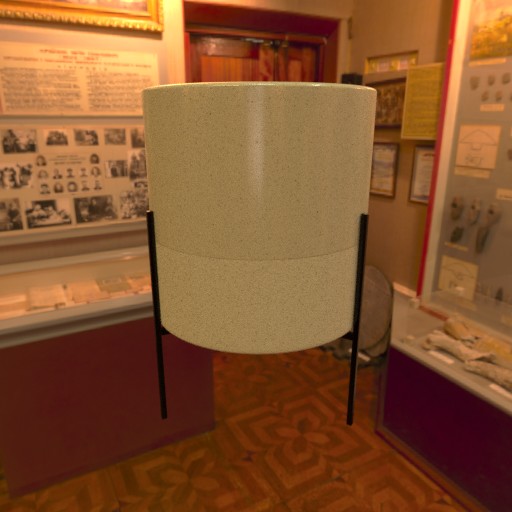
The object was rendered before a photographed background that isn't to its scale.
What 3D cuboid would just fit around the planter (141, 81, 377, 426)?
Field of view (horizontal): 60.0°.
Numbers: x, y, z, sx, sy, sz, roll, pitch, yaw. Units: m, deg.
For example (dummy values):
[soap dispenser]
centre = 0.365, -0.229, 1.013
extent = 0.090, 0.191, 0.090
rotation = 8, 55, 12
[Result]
[planter]
centre = 0.000, 0.000, 0.676
extent = 0.323, 0.475, 0.314
rotation = -9, 19, -26
